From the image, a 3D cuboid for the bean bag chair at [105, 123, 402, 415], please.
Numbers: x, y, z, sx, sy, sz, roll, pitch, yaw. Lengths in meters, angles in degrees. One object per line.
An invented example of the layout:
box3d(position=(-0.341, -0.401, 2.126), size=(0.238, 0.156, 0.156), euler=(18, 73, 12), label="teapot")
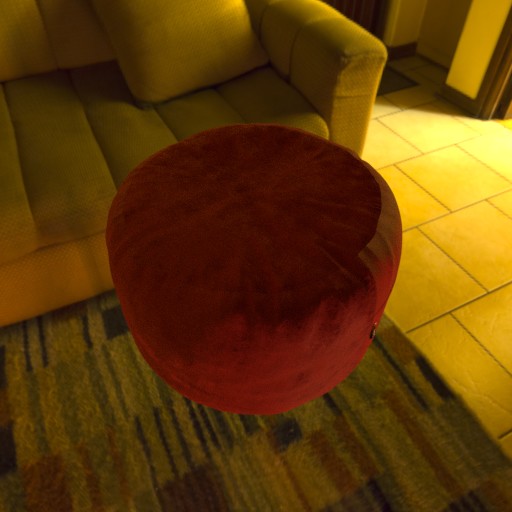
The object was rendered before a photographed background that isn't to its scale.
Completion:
box3d(position=(0.000, 0.000, 1.970), size=(1.219, 0.762, 1.219), euler=(0, 47, 0), label="bean bag chair")
